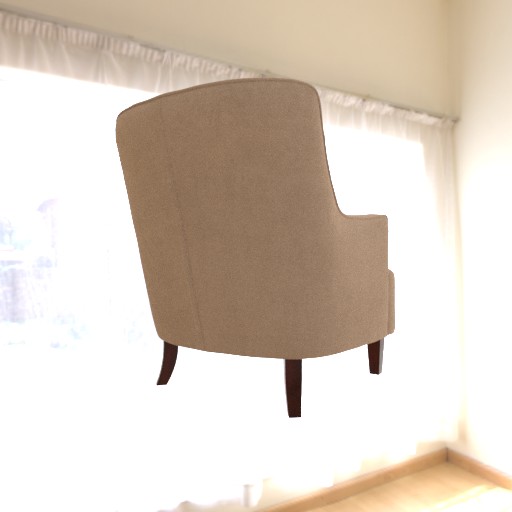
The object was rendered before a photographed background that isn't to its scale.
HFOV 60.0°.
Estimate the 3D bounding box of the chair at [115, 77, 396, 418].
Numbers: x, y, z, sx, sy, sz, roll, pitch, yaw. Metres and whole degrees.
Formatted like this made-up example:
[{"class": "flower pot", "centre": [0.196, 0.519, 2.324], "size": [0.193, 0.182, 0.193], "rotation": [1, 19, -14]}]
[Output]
[{"class": "chair", "centre": [0.000, 0.000, 1.599], "size": [0.781, 0.920, 0.910], "rotation": [0, 0, 35]}]
